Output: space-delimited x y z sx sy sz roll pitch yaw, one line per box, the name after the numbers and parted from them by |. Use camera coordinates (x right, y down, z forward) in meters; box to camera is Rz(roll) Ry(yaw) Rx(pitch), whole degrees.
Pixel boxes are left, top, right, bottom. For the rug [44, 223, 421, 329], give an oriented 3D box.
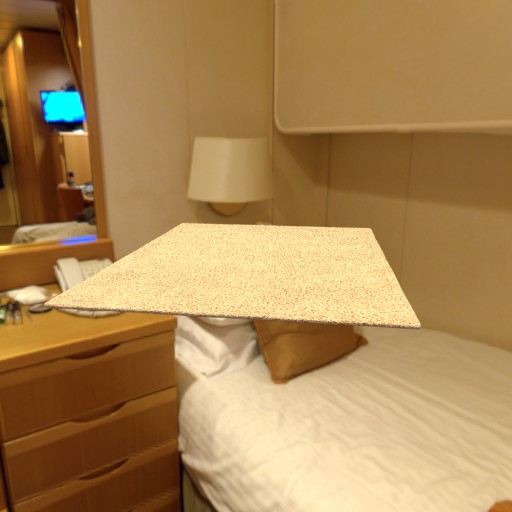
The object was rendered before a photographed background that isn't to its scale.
0.000 0.000 4.245 2.438 0.029 3.047 2 15 8 | rug
